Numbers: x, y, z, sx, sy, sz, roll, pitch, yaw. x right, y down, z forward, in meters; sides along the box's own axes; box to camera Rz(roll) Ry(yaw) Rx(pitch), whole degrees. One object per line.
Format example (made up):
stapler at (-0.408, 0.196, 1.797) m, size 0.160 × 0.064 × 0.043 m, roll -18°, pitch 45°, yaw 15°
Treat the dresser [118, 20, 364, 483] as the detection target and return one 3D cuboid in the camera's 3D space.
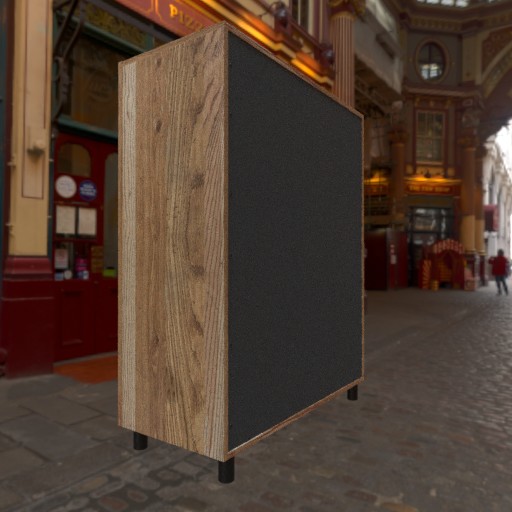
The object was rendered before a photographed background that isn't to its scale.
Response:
dresser at (0.000, 0.000, 1.702) m, size 0.480 × 1.243 × 0.966 m, roll 0°, pitch 0°, yaw 36°
